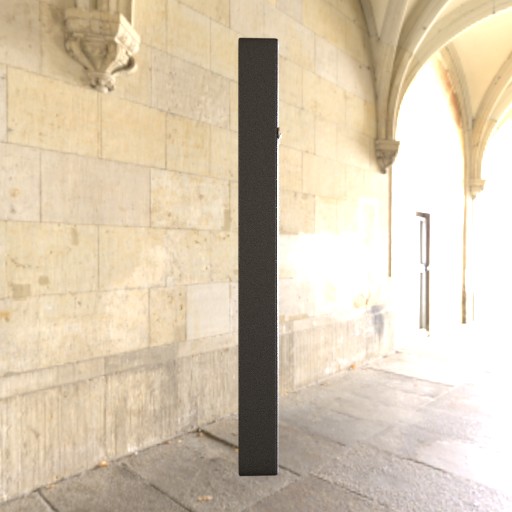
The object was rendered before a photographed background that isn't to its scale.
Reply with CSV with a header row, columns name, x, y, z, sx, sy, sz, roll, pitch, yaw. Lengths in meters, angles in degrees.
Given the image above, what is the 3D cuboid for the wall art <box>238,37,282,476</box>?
name,x,y,z,sx,sy,sz,roll,pitch,yaw
wall art,0.000,0.000,0.611,0.041,0.407,0.406,0,1,-1
